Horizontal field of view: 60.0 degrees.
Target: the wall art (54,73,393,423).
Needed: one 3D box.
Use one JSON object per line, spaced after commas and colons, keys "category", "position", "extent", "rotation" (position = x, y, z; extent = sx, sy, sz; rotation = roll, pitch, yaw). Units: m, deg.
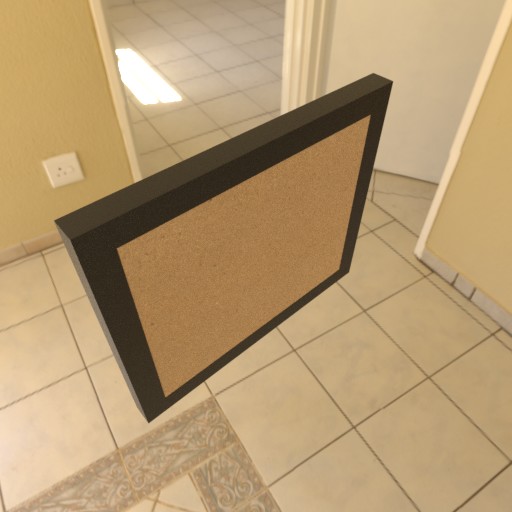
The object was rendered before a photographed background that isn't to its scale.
{"category": "wall art", "position": [0.000, 0.000, 0.529], "extent": [0.381, 0.321, 0.028], "rotation": [-32, 55, -27]}
